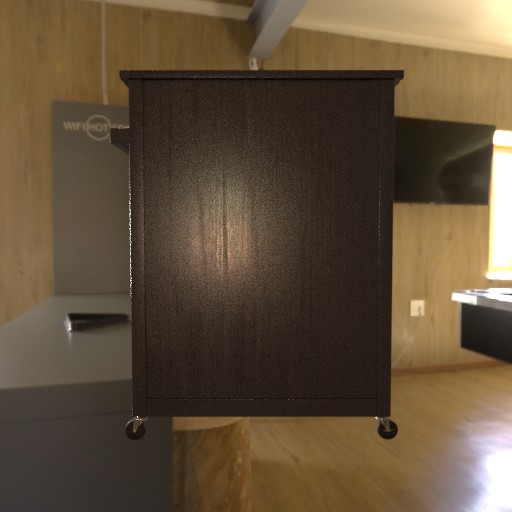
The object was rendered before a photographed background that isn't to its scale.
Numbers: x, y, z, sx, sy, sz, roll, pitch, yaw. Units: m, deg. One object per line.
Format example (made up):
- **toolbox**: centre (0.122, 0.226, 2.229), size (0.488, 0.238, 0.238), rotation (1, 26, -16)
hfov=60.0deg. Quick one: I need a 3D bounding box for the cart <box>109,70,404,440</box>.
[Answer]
- **cart**: centre (0.000, 0.000, 1.265), size (0.690, 0.878, 0.449), rotation (0, 2, 0)
